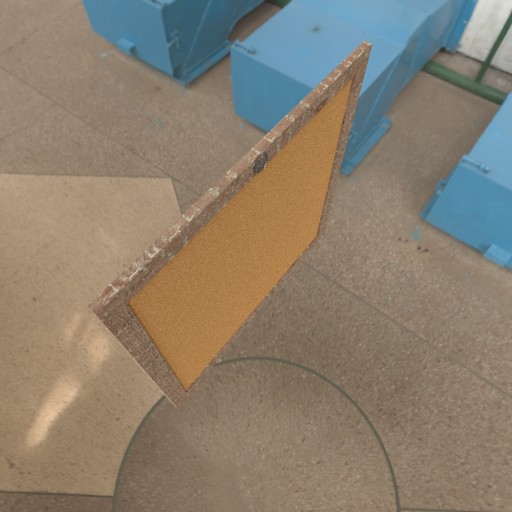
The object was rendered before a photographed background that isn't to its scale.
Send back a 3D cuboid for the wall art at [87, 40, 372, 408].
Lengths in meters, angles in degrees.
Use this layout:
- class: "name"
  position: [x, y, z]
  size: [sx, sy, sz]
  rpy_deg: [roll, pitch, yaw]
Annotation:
- class: "wall art"
  position: [0.000, 0.000, 0.562]
  size: [0.012, 0.384, 0.384]
  rpy_deg: [35, 67, 17]
